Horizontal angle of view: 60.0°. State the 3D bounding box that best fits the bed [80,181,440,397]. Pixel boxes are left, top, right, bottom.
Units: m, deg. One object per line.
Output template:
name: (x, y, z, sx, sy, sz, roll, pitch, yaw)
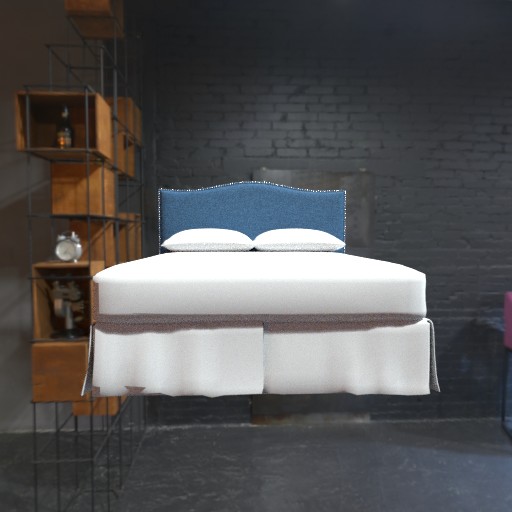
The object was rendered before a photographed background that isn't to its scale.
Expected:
bed: (0.000, 0.000, 2.852, 1.610, 1.169, 1.872, 0, 3, -2)
